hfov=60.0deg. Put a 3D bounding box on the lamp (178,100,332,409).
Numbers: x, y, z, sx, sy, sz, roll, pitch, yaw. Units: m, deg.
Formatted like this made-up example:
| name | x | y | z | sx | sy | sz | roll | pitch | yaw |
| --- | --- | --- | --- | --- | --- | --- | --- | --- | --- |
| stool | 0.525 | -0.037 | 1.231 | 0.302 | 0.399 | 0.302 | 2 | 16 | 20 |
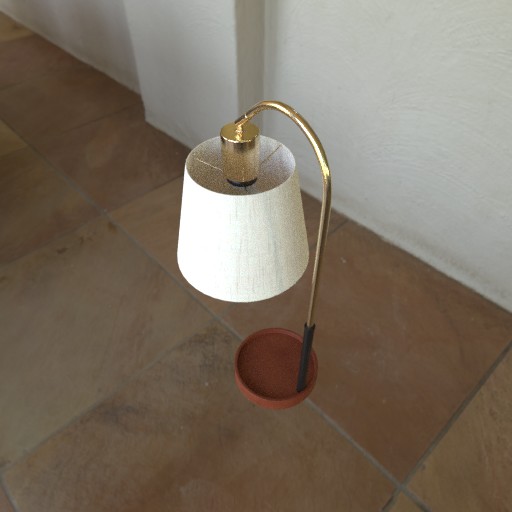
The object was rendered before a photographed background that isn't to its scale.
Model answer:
| name | x | y | z | sx | sy | sz | roll | pitch | yaw |
| --- | --- | --- | --- | --- | --- | --- | --- | --- | --- |
| lamp | 0.000 | 0.000 | 0.688 | 0.211 | 0.536 | 0.273 | -31 | 53 | -27 |
